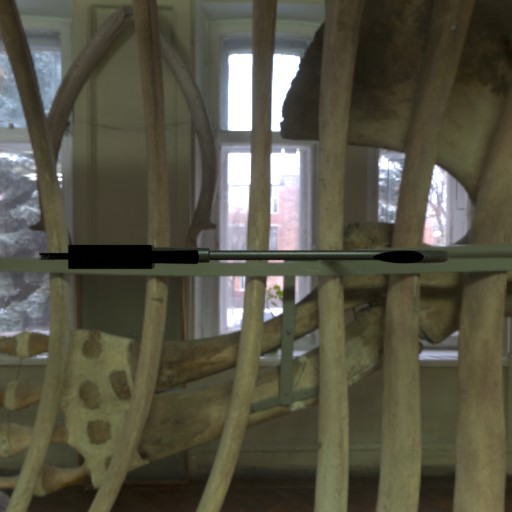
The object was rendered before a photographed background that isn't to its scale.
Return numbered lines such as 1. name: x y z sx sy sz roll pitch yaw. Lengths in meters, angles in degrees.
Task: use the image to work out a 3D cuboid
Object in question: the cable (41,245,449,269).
1. cable: 0.000 0.000 0.114 0.098 0.006 0.040 0 1 -1
